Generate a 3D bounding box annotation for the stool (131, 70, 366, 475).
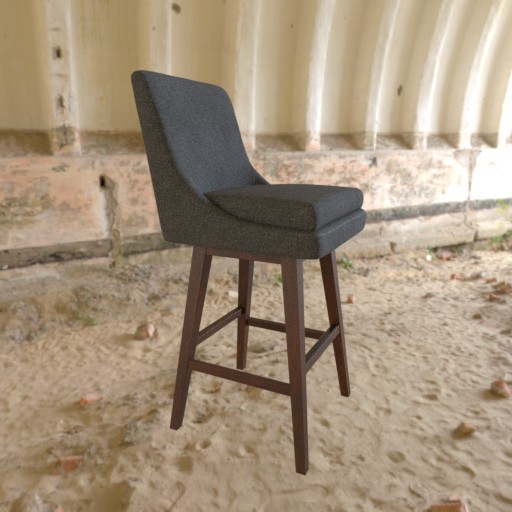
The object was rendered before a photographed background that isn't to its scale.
[{"bbox_3d":[0.000,0.000,1.380,0.572,1.068,0.489,7,16,26],"label":"stool"}]
